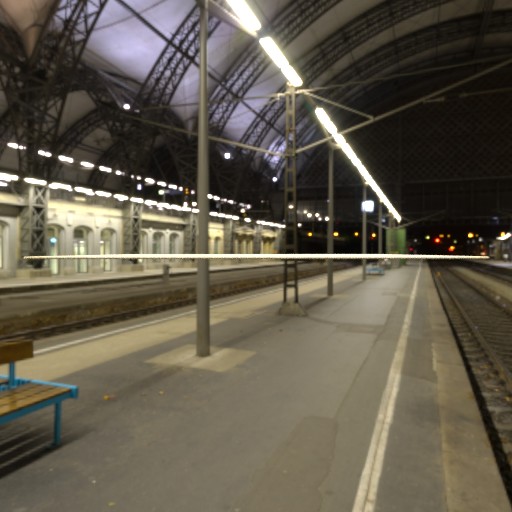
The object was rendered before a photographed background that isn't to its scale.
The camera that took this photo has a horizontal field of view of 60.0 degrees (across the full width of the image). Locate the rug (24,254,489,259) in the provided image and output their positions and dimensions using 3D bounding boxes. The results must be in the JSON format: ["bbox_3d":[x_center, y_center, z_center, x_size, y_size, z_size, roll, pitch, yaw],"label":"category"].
[{"bbox_3d":[0.000,0.000,4.114,3.050,0.015,2.441,0,1,-1],"label":"rug"}]
